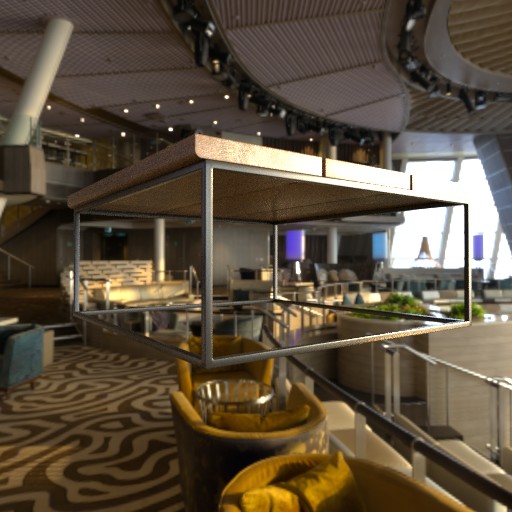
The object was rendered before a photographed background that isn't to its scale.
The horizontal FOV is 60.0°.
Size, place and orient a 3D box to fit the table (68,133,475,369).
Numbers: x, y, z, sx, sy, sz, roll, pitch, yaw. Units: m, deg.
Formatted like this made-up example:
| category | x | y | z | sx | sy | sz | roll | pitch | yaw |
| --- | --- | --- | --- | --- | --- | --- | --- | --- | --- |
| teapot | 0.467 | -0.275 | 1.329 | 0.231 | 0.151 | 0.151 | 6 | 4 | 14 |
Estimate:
| category | x | y | z | sx | sy | sz | roll | pitch | yaw |
| --- | --- | --- | --- | --- | --- | --- | --- | --- | --- |
| table | 0.000 | 0.000 | 1.373 | 0.900 | 0.400 | 0.900 | 0 | -1 | -36 |
